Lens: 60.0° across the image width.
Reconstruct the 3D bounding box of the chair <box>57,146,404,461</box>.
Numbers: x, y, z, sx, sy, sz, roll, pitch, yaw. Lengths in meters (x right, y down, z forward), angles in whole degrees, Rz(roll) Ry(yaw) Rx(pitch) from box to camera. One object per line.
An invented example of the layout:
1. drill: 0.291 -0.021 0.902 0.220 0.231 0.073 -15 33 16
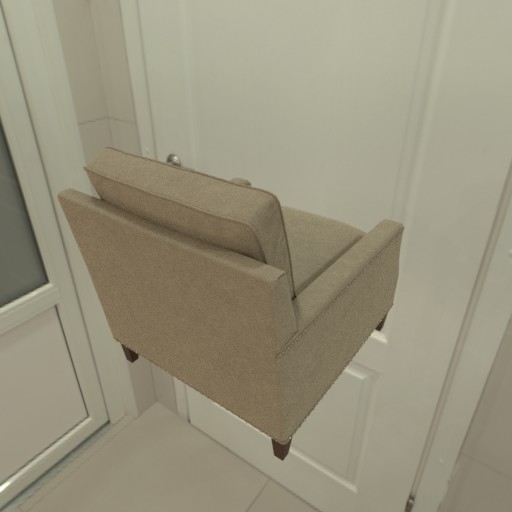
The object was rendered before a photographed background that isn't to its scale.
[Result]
1. chair: 0.000 0.000 1.716 0.853 0.943 1.014 21 37 30
